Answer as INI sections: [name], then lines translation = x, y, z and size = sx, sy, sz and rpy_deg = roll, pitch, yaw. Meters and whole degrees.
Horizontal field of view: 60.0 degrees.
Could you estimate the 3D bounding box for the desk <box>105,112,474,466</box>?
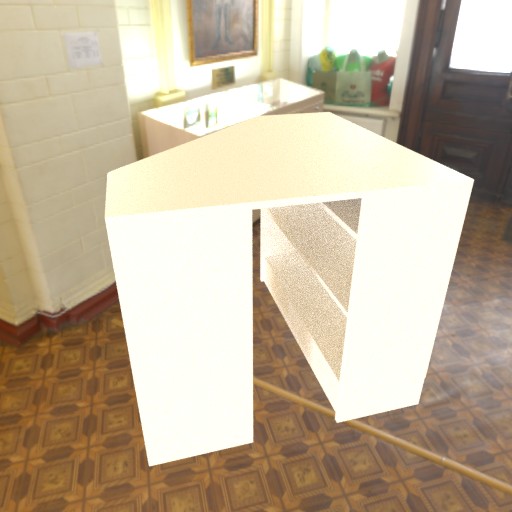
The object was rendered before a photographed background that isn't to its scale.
[desk]
translation = 0.000, 0.000, 1.646
size = 0.926, 0.818, 0.940
rpy_deg = -7, 30, -13
